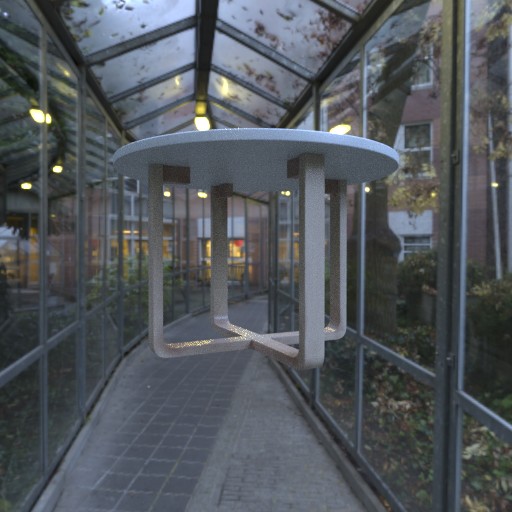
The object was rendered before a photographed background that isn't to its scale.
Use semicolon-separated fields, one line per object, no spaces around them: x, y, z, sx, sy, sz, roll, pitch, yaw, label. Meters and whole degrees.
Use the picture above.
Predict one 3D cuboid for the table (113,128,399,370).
0.000;0.000;0.980;0.600;0.400;0.600;0;1;0;table
